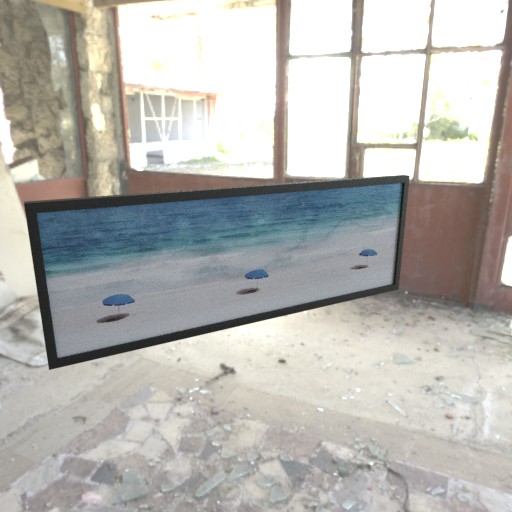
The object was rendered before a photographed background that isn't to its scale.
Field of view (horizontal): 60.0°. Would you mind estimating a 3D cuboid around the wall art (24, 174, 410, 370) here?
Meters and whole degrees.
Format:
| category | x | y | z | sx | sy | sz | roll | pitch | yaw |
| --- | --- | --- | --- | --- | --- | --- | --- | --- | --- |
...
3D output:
| category | x | y | z | sx | sy | sz | roll | pitch | yaw |
| --- | --- | --- | --- | --- | --- | --- | --- | --- | --- |
| wall art | 0.000 | 0.000 | 1.758 | 1.572 | 0.554 | 0.041 | -9 | 19 | -27 |
